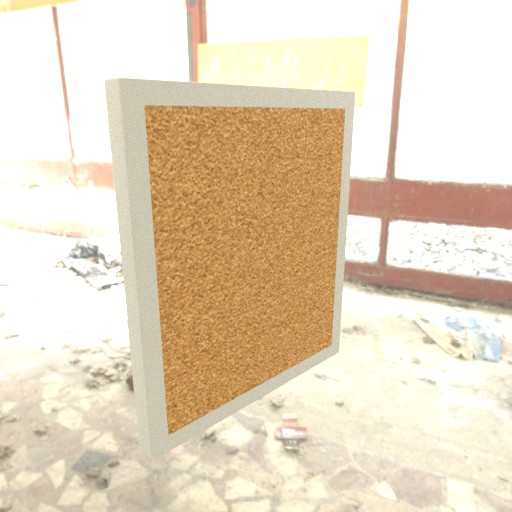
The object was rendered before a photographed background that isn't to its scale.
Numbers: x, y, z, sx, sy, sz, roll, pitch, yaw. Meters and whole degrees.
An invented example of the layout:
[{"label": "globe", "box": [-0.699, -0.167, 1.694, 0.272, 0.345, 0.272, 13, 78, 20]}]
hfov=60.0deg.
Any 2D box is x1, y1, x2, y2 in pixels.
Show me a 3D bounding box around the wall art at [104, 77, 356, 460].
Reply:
[{"label": "wall art", "box": [0.000, 0.000, 0.533, 0.331, 0.381, 0.028, -16, 24, -41]}]
